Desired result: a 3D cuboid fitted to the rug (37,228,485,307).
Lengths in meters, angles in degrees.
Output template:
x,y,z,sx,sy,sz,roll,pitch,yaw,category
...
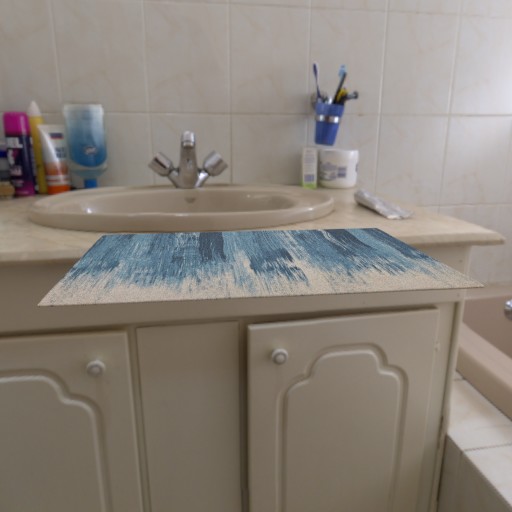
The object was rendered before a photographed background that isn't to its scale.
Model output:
x,y,z,sx,sy,sz,roll,pitch,yaw,category
0.000,0.000,2.369,1.836,0.009,1.232,-2,16,-7,rug
